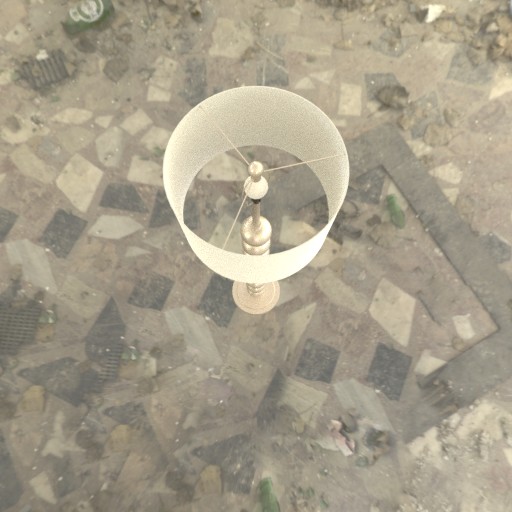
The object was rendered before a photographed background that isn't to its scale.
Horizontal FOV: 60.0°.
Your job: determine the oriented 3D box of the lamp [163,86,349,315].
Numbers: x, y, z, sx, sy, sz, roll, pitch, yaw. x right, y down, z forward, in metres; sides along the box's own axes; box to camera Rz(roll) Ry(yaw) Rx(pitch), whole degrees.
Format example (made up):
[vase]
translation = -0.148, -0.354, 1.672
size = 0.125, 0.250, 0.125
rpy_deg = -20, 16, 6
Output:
[lamp]
translation = 0.000, 0.000, 1.635
size = 0.394, 1.474, 0.394
rpy_deg = -39, 78, -9
